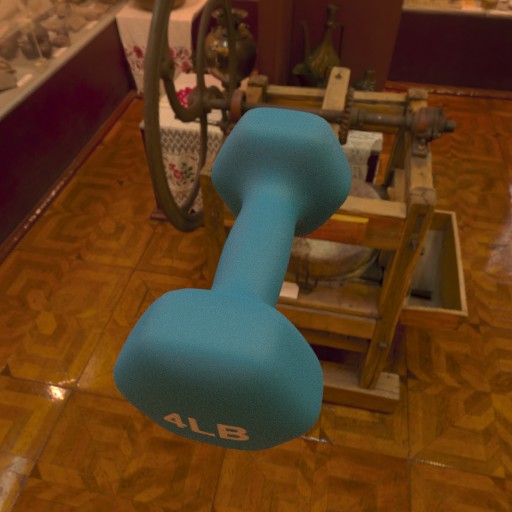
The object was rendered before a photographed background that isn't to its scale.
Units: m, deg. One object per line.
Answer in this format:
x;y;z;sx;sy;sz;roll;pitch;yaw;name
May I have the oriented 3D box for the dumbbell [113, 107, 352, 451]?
0.000;0.000;0.192;0.074;0.066;0.152;10;48;9;dumbbell
